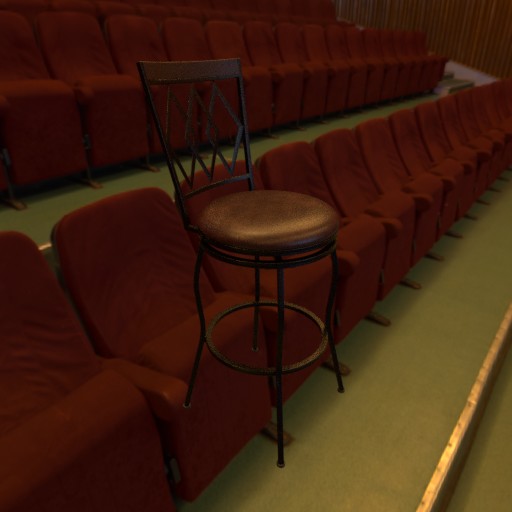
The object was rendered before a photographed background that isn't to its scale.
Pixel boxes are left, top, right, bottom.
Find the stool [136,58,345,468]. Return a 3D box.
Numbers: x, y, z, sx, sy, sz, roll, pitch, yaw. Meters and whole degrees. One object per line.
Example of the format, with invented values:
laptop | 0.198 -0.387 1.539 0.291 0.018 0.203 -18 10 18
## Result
stool | 0.000 0.000 1.407 0.521 1.134 0.432 18 31 33
